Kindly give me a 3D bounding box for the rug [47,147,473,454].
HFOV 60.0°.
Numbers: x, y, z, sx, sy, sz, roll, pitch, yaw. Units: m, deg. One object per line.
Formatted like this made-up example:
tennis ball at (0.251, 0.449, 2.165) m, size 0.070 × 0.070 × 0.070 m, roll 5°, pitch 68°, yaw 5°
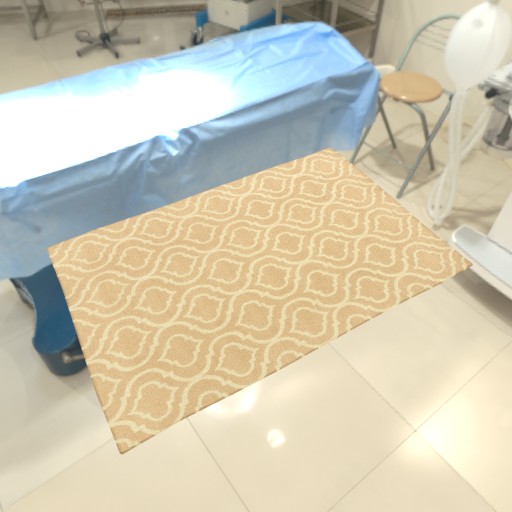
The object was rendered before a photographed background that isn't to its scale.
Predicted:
rug at (0.000, 0.000, 2.162) m, size 1.761 × 0.013 × 1.152 m, roll -23°, pitch 52°, yaw -20°
